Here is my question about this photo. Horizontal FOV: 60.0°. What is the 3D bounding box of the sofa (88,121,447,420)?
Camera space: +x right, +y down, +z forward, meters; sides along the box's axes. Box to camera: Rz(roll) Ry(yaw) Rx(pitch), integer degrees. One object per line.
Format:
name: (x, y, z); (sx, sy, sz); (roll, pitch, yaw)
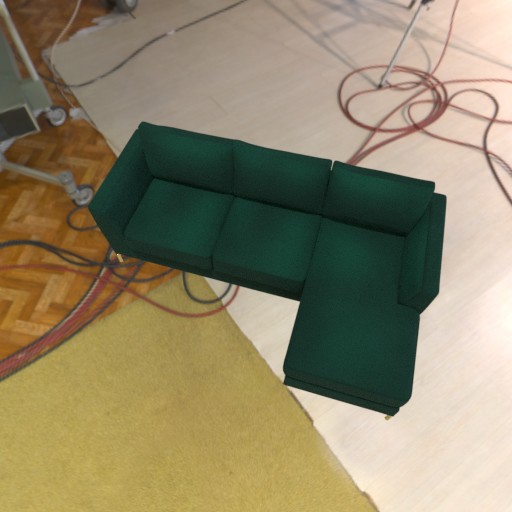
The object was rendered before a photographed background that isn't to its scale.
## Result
sofa: (0.000, 0.000, 3.195); (2.441, 1.007, 1.489); (14, 59, 9)
